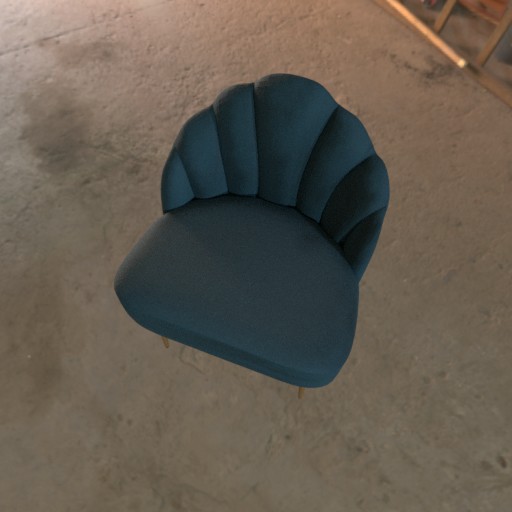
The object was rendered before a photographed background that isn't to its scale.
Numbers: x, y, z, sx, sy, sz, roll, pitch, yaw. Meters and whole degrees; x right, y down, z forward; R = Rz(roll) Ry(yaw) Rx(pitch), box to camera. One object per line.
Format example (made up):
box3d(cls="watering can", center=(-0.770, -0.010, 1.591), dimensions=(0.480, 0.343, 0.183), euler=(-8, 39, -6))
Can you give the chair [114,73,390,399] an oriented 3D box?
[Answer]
box3d(cls="chair", center=(0.000, 0.000, 1.296), dimensions=(0.657, 0.819, 0.599), euler=(18, 61, 11))
